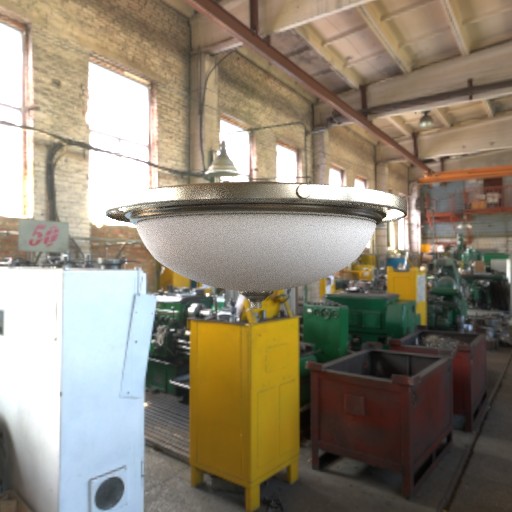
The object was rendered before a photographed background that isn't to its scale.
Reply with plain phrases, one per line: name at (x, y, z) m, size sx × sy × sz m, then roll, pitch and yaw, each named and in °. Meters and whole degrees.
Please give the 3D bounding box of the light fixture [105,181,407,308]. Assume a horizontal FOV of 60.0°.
light fixture at (0.000, 0.000, 0.557) m, size 0.361 × 0.130 × 0.361 m, roll 0°, pitch -1°, yaw 0°
